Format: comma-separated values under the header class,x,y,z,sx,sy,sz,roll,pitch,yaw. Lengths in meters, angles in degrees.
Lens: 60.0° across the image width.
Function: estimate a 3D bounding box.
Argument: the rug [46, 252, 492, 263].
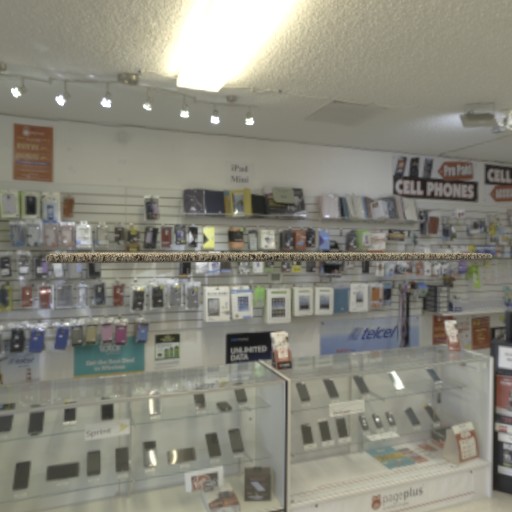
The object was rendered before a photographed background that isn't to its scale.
class,x,y,z,sx,sy,sz,roll,pitch,yaw
rug,0.000,0.000,2.230,1.778,0.030,1.219,0,1,-18
